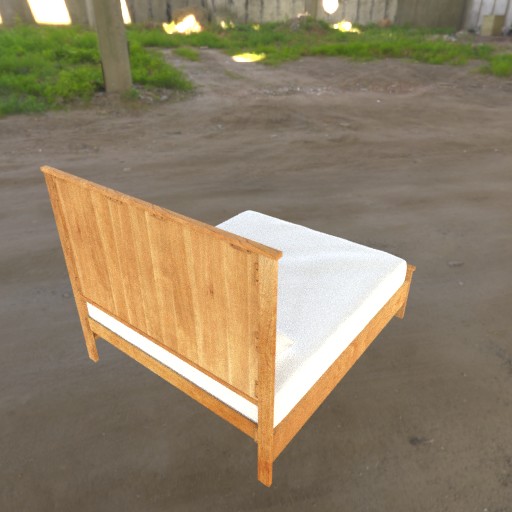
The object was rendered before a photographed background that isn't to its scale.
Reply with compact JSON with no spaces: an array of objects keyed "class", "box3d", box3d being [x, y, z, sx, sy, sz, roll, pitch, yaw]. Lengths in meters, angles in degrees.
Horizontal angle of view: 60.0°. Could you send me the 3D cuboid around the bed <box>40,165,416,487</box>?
[{"class":"bed","box3d":[0.000,0.000,4.156,2.225,1.938,2.530,21,36,32]}]
